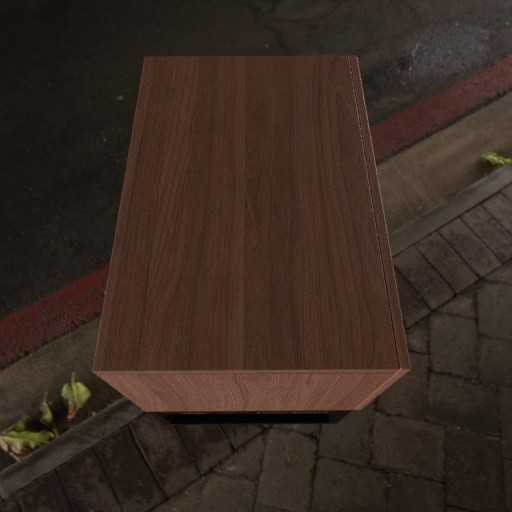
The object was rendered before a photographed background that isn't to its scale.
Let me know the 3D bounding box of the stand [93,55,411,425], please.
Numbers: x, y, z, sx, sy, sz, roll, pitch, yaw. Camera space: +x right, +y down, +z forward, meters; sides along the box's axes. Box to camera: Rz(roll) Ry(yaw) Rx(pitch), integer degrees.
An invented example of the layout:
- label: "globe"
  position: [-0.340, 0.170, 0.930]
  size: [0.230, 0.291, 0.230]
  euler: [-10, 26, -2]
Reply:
- label: "stand"
  position: [0.000, 0.000, 0.925]
  size: [0.420, 0.500, 0.600]
  euler: [0, 62, 0]
